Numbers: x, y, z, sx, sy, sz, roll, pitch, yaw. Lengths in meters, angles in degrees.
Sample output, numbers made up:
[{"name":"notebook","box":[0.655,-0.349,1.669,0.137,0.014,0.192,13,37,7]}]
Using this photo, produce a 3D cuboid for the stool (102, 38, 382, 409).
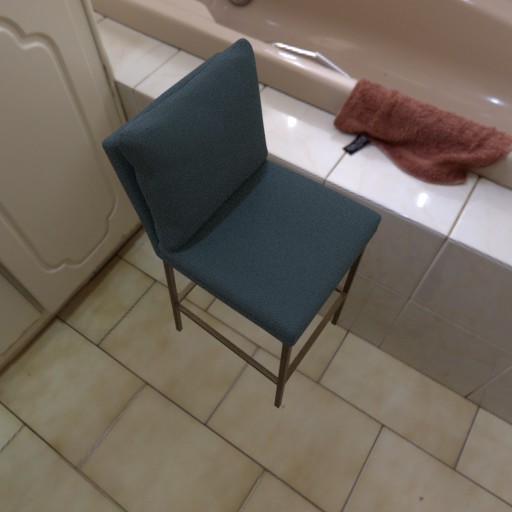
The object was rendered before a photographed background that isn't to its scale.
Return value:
[{"name":"stool","box":[0.000,0.000,1.408,0.568,1.124,0.463,32,63,18]}]
